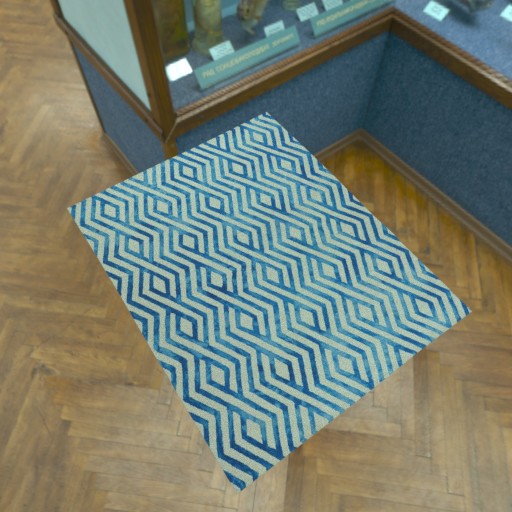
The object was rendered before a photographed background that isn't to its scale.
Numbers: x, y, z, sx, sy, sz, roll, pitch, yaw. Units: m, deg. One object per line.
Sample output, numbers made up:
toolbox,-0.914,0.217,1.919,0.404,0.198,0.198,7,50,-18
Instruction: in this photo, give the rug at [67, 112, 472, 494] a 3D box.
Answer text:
rug,0.000,0.000,4.125,2.453,0.008,3.059,-31,64,-17
